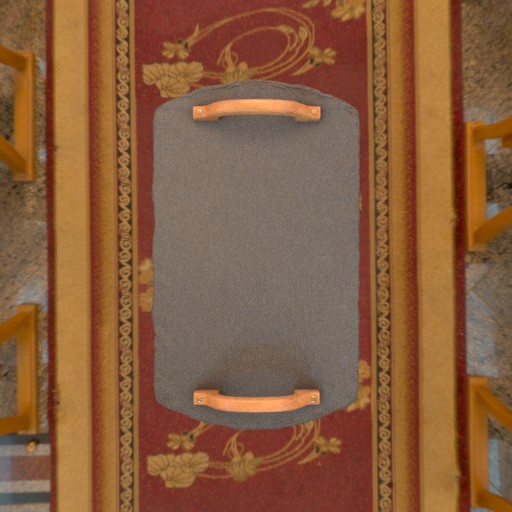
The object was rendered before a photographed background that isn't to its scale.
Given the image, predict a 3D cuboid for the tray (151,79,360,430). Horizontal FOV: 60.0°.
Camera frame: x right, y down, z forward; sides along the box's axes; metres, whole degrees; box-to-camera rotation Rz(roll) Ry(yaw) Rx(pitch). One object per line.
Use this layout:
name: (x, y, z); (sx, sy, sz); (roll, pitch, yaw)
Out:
tray: (0.000, 0.000, 0.484); (0.231, 0.062, 0.387); (0, 91, -1)
